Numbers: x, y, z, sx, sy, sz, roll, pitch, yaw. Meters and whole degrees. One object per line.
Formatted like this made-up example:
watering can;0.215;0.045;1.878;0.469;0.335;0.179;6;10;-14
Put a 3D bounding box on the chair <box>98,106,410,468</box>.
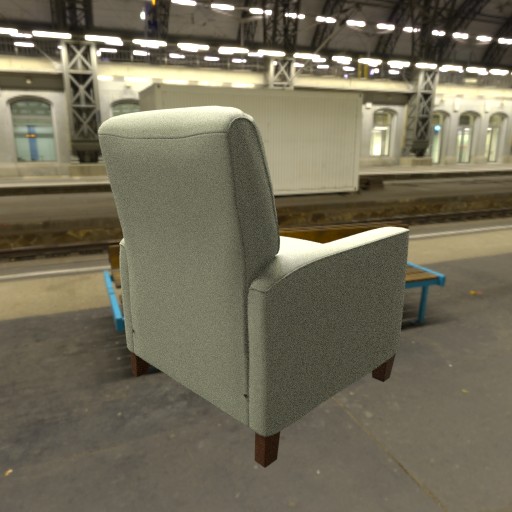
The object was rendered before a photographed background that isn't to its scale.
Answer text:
chair;0.000;0.000;1.644;0.846;1.007;0.853;-14;20;-43
